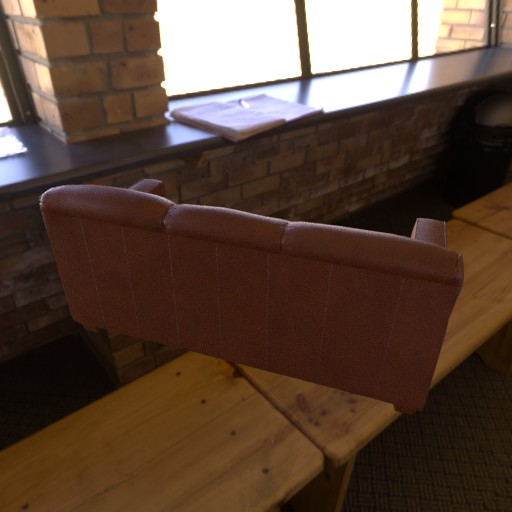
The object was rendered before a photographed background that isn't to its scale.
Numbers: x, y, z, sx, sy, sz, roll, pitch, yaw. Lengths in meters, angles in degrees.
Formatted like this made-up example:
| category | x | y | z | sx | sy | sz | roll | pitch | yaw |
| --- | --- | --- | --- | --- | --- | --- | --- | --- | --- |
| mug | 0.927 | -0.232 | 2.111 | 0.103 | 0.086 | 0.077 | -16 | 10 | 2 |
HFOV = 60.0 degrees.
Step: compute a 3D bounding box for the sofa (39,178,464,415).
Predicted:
| category | x | y | z | sx | sy | sz | roll | pitch | yaw |
| --- | --- | --- | --- | --- | --- | --- | --- | --- | --- |
| sofa | 0.000 | 0.000 | 2.554 | 2.039 | 0.953 | 1.008 | 10 | 33 | 16 |
